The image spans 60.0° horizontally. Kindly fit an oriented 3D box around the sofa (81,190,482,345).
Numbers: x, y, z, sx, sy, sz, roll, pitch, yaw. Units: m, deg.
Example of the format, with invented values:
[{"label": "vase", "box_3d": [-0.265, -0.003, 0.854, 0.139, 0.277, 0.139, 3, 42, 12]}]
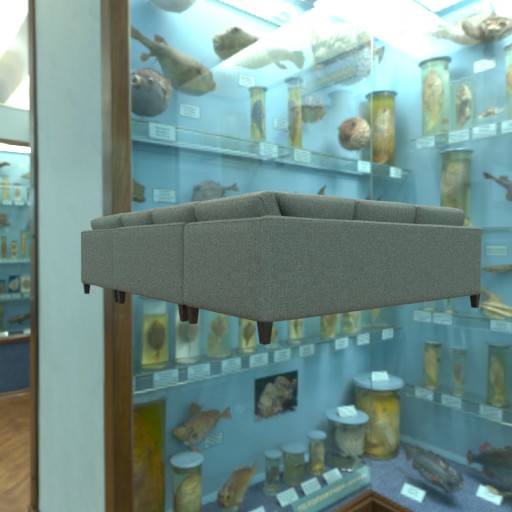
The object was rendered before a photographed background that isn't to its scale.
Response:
[{"label": "sofa", "box_3d": [0.000, 0.000, 4.510, 2.551, 0.889, 3.403, -1, 2, -37]}]
